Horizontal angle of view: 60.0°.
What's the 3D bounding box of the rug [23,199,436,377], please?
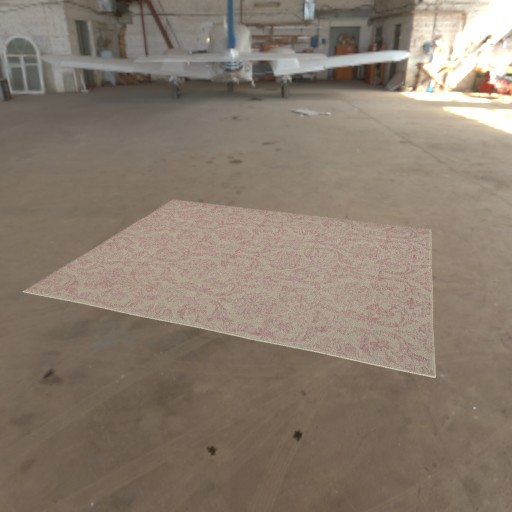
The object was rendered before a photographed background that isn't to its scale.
[{"bbox_3d":[0.000,0.000,3.970,2.980,0.012,2.363,8,27,17],"label":"rug"}]
